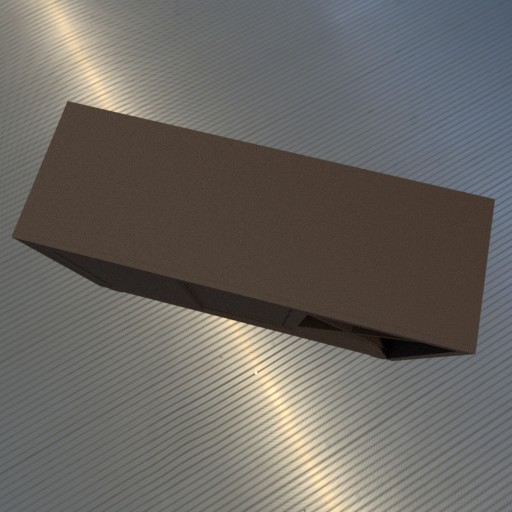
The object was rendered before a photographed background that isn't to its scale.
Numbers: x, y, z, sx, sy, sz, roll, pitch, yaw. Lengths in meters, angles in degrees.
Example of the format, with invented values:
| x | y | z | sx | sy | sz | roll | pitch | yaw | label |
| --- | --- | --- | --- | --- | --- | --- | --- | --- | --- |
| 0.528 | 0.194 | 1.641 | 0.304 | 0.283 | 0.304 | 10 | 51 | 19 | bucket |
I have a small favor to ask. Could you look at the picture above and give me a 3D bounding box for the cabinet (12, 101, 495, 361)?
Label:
| x | y | z | sx | sy | sz | roll | pitch | yaw | label |
| --- | --- | --- | --- | --- | --- | --- | --- | --- | --- |
| 0.000 | 0.000 | 1.791 | 1.396 | 0.914 | 0.482 | 14 | 76 | 4 | cabinet |
